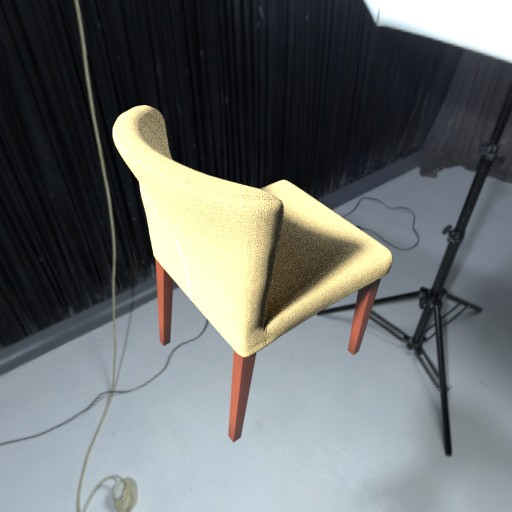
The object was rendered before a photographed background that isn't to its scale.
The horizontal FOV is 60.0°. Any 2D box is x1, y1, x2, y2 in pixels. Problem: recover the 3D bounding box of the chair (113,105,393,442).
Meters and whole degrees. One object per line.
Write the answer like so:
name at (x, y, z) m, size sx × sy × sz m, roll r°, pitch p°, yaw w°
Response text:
chair at (0.000, 0.000, 1.210) m, size 0.589 × 0.839 × 0.491 m, roll -27°, pitch 48°, yaw -26°
